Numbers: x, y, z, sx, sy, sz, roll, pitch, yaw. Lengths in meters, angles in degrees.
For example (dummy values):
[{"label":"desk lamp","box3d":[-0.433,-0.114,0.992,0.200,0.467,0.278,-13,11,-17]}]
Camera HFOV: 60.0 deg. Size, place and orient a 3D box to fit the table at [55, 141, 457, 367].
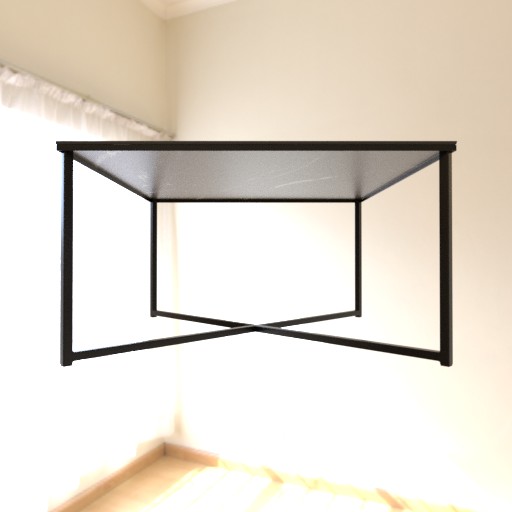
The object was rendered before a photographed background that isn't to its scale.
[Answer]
[{"label":"table","box3d":[0.000,0.000,1.278,0.800,0.450,0.800,0,-1,0]}]
